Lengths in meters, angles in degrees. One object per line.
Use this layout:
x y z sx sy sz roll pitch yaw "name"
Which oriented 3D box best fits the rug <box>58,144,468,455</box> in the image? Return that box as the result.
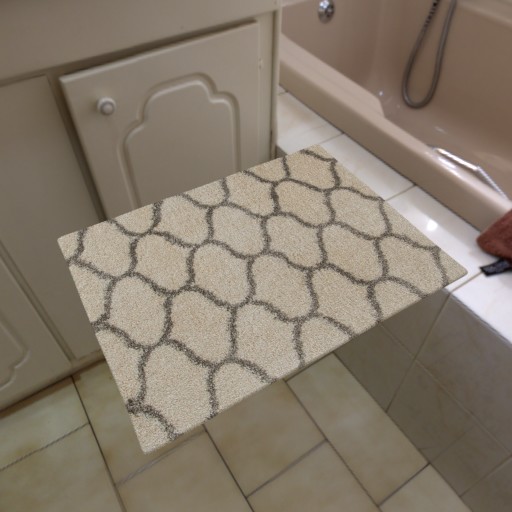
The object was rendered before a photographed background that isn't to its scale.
0.000 0.000 2.138 1.600 0.025 1.200 -24 53 -20 "rug"
